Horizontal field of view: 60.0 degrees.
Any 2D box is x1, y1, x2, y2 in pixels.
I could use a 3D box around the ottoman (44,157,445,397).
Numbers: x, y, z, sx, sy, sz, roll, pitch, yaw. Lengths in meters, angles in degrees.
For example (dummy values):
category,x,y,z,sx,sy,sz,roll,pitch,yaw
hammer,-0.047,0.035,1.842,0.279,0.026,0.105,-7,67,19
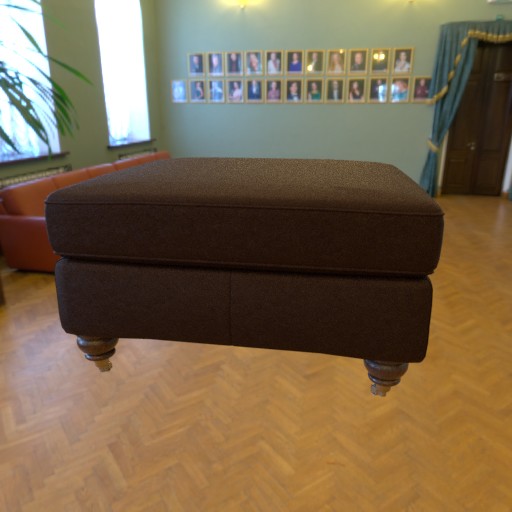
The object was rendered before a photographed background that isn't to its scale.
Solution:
category,x,y,z,sx,sy,sz,roll,pitch,yaw
ottoman,0.000,0.000,1.794,1.187,0.730,0.967,3,18,9
